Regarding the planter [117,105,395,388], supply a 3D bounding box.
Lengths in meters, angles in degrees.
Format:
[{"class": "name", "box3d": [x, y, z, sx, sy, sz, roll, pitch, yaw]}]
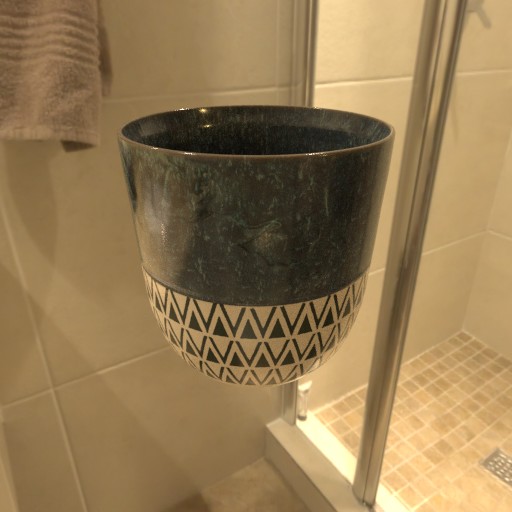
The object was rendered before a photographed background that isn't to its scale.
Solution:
[{"class": "planter", "box3d": [0.000, 0.000, 0.368, 0.195, 0.214, 0.195, 0, 26, 0]}]
